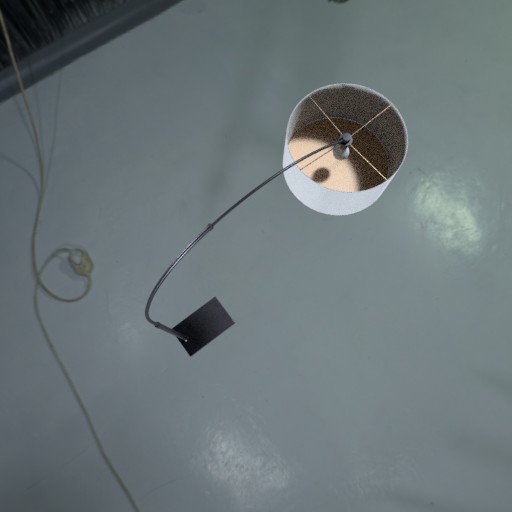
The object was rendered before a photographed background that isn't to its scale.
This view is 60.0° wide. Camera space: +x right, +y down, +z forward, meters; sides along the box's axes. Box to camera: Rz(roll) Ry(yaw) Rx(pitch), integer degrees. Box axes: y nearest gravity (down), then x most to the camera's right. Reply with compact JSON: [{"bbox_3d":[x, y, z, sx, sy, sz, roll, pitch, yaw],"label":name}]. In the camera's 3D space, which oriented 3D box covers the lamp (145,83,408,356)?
[{"bbox_3d":[0.000,0.000,2.540,1.424,1.927,0.493,-36,78,-9],"label":"lamp"}]
